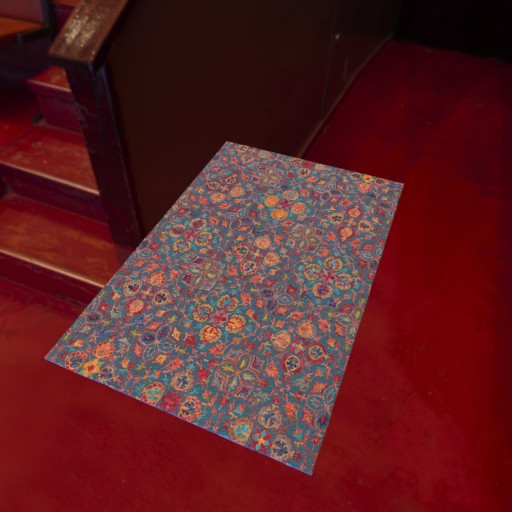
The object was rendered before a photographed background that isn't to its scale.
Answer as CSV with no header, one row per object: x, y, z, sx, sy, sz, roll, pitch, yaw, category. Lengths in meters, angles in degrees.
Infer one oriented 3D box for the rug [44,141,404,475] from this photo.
0.000,0.000,2.333,1.216,0.014,1.836,17,49,15,rug
